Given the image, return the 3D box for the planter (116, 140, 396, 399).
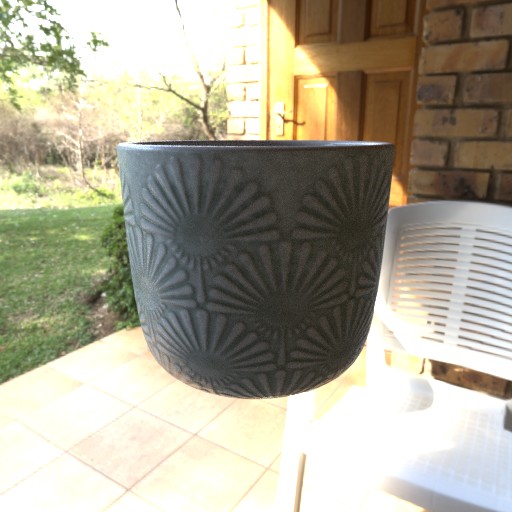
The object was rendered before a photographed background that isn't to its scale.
[{"bbox_3d":[0.000,0.000,0.220,0.124,0.109,0.124,0,16,0],"label":"planter"}]
